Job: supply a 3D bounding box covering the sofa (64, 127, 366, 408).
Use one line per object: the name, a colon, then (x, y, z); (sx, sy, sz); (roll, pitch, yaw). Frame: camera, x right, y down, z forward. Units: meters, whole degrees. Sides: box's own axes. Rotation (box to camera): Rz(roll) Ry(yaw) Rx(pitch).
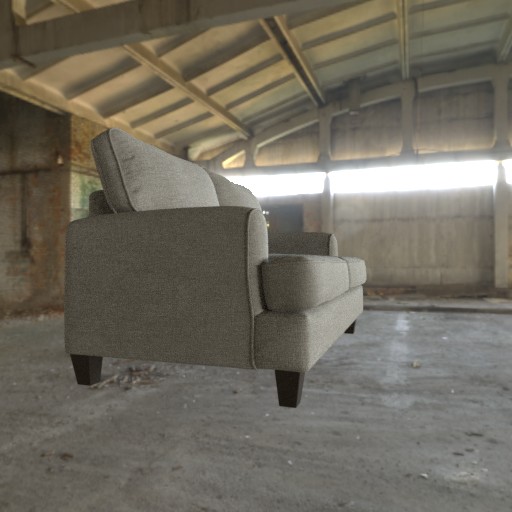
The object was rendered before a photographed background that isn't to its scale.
sofa: (0.000, 0.000, 2.236); (0.965, 0.965, 1.651); (0, 0, 19)
